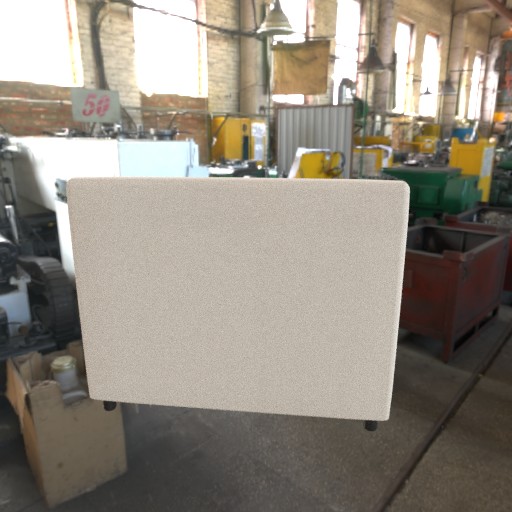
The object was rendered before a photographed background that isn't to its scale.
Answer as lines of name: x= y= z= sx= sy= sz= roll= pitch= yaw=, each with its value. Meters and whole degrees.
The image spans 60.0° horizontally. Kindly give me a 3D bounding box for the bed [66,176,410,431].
bed: x=0.000 y=0.000 z=3.249 sx=1.713 sy=1.330 sz=2.142 roll=2 pitch=16 yaw=7
